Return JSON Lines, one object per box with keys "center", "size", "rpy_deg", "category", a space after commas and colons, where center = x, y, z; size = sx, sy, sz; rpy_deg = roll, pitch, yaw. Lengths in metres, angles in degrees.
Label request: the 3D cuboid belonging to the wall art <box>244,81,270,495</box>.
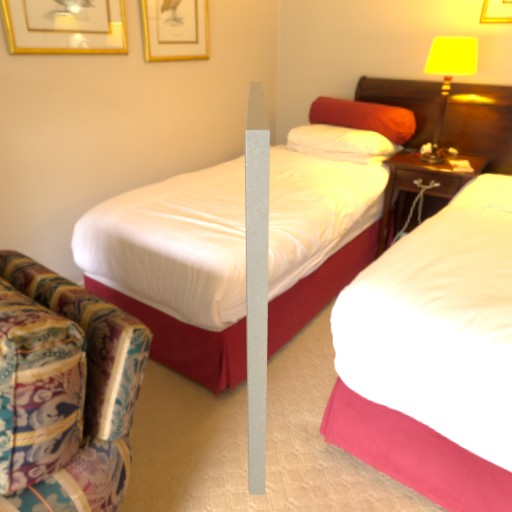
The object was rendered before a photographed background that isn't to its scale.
{"center": [0.000, 0.000, 1.188], "size": [0.038, 0.807, 0.809], "rpy_deg": [0, 26, 0], "category": "wall art"}
